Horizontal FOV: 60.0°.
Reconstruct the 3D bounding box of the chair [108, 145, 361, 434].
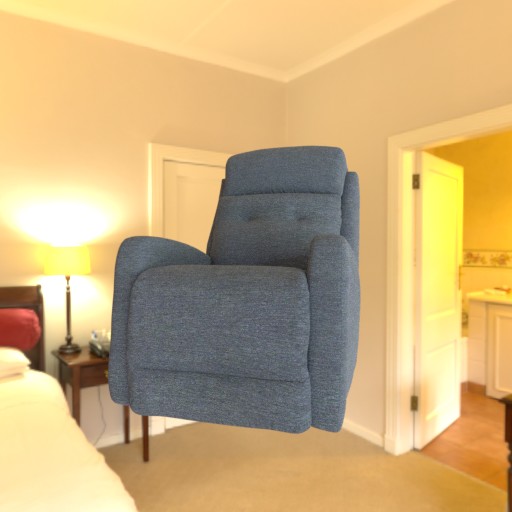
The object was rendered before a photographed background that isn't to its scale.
[{"bbox_3d":[0.000,0.000,1.748,0.798,1.013,1.043,0,1,18],"label":"chair"}]
